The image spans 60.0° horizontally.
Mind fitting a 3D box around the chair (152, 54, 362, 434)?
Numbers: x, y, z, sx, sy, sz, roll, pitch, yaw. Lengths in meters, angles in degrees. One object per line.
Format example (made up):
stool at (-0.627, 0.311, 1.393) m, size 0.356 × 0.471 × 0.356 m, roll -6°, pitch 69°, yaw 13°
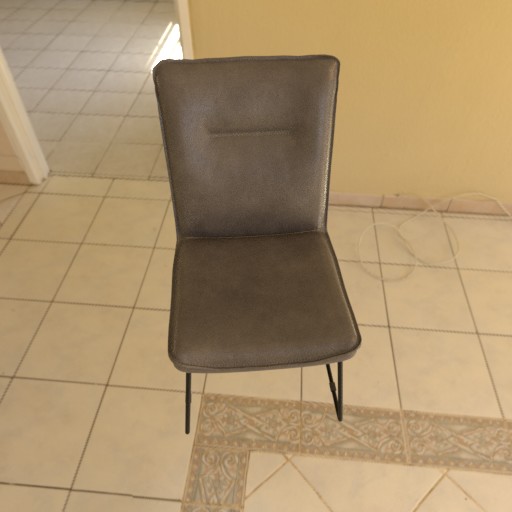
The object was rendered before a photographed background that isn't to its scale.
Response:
chair at (0.000, 0.000, 1.330) m, size 0.515 × 0.932 × 0.688 m, roll -4°, pitch 47°, yaw -3°
